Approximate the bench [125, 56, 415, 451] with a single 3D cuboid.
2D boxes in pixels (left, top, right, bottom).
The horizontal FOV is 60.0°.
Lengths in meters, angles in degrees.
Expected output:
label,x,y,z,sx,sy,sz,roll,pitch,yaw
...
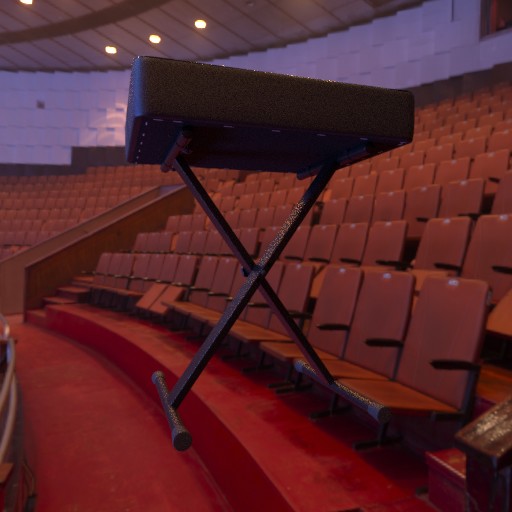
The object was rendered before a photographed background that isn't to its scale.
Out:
label,x,y,z,sx,sy,sz,roll,pitch,yaw
bench,0.000,0.000,0.763,0.424,0.500,0.321,0,0,-18
